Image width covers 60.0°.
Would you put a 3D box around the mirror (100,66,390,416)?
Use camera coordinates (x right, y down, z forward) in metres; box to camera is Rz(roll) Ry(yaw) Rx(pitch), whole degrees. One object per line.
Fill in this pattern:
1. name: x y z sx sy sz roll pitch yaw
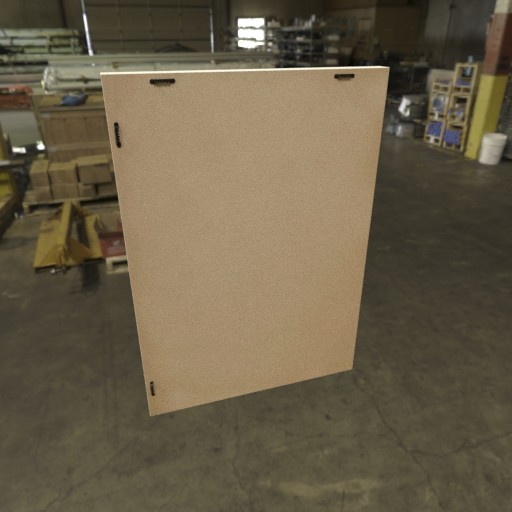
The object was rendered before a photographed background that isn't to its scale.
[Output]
1. mirror: 0.000 0.000 0.915 0.507 0.710 0.040 -8 28 -16
